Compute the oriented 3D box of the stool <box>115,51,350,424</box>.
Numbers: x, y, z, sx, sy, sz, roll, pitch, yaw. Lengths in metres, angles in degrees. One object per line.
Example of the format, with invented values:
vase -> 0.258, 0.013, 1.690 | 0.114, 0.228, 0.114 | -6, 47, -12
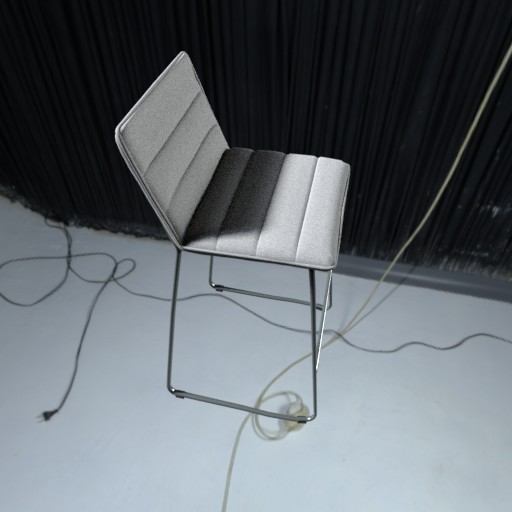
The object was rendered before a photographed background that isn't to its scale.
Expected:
stool -> 0.000, 0.000, 1.252 | 0.490, 0.960, 0.490 | 9, 47, 9
